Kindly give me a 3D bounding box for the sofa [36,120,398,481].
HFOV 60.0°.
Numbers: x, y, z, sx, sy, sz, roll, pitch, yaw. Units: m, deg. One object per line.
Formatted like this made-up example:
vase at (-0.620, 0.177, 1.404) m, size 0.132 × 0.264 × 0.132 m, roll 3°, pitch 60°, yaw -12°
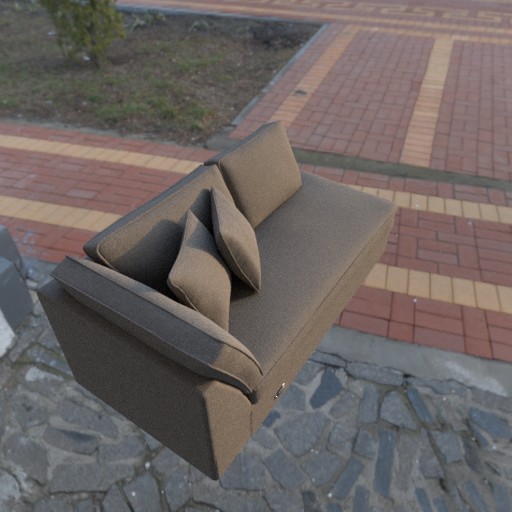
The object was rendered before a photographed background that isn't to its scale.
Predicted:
sofa at (0.000, 0.000, 2.810) m, size 1.110 × 1.033 × 2.237 m, roll 24°, pitch 46°, yaw 25°
